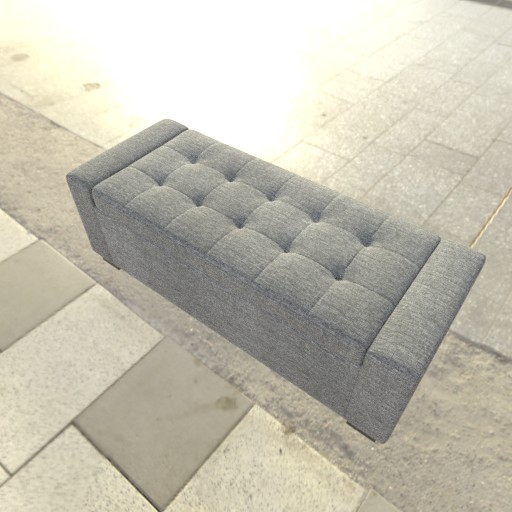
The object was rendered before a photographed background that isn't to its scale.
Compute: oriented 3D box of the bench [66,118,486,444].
[{"bbox_3d":[0.000,0.000,1.547,1.296,0.445,0.508,29,53,25],"label":"bench"}]
